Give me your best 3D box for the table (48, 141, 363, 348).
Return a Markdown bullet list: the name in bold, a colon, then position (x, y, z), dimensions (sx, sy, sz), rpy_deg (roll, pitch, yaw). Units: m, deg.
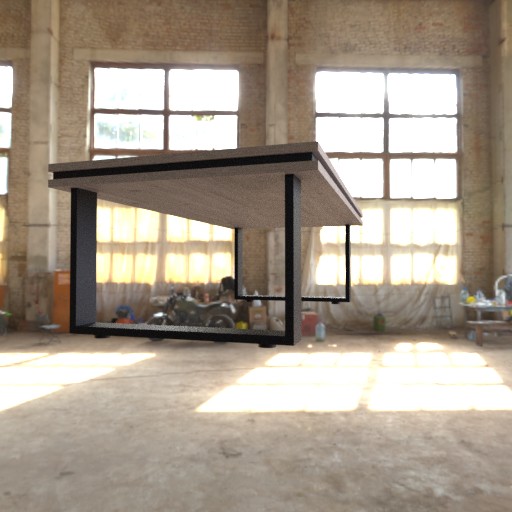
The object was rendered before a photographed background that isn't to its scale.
- **table**: position (0.000, 0.000, 1.678), dimensions (0.700, 0.450, 1.350), rpy_deg (0, -1, 17)
